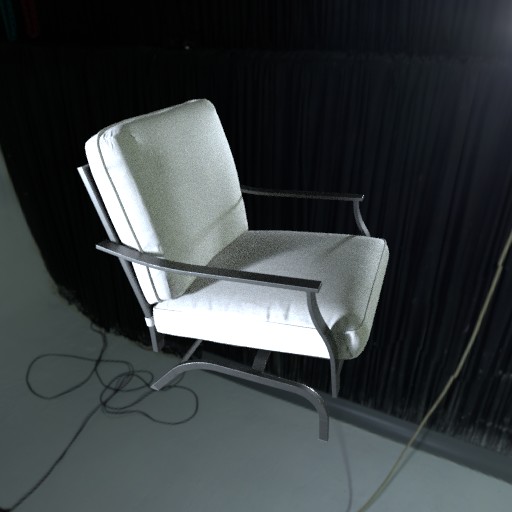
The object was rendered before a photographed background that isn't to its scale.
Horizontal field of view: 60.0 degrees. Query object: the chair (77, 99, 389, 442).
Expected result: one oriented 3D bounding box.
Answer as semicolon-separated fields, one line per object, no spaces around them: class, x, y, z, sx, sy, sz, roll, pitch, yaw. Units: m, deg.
chair;0.000;0.000;1.415;0.787;0.860;0.650;10;30;18
